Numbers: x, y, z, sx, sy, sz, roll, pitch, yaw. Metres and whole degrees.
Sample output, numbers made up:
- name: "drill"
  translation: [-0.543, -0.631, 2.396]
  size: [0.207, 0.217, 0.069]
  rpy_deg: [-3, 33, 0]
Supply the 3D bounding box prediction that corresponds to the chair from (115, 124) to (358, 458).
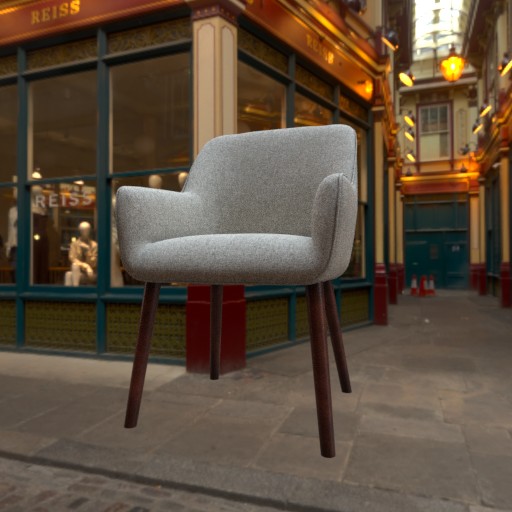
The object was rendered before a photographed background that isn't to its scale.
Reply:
- name: "chair"
  translation: [0.000, 0.000, 1.190]
  size: [0.543, 0.803, 0.519]
  rpy_deg: [0, 0, 19]
